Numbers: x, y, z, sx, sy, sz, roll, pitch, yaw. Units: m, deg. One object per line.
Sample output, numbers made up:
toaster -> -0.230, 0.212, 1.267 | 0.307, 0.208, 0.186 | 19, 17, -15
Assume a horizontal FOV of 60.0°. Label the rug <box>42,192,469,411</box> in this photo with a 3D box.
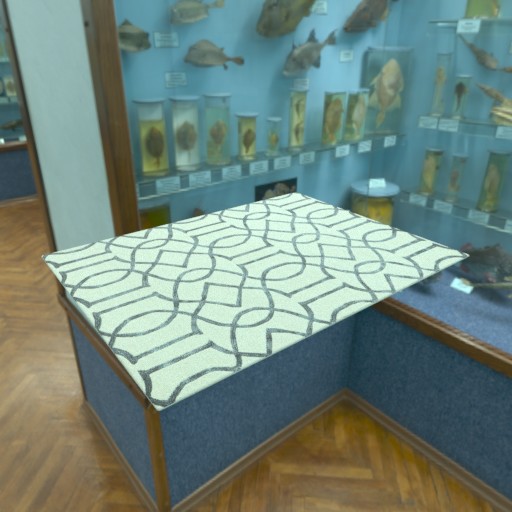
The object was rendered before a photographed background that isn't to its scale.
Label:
rug -> 0.000, 0.000, 3.773 | 2.910, 0.021, 2.211 | -18, 31, -33
